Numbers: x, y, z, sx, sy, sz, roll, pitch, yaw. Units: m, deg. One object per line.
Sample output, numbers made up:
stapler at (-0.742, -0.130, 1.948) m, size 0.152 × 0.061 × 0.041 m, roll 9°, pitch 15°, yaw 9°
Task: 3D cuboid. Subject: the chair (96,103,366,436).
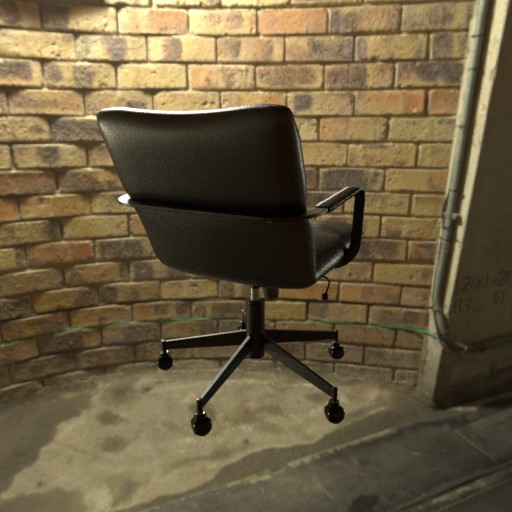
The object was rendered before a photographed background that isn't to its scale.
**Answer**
chair at (0.000, 0.000, 1.472) m, size 0.719 × 0.922 × 0.748 m, roll 9°, pitch 18°, yaw 27°
